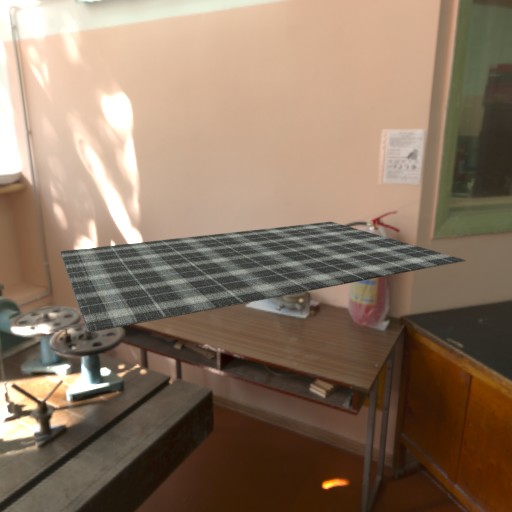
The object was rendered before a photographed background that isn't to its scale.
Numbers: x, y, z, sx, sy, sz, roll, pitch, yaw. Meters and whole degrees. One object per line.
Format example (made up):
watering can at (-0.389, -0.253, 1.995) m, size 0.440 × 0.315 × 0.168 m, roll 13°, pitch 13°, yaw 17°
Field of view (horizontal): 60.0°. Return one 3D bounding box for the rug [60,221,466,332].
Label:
rug at (0.000, 0.000, 3.111) m, size 2.434 × 0.015 × 1.520 m, roll -8°, pitch 17°, yaw -26°
